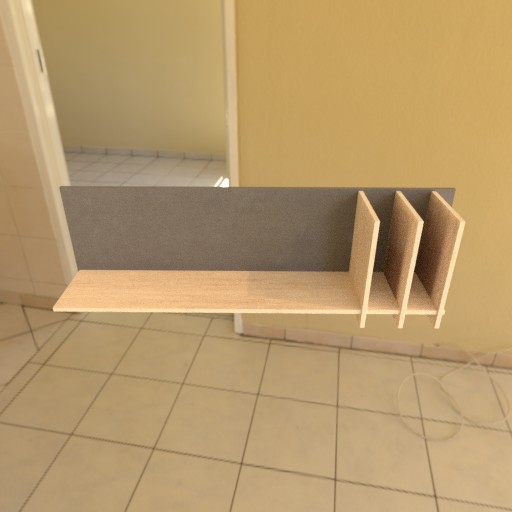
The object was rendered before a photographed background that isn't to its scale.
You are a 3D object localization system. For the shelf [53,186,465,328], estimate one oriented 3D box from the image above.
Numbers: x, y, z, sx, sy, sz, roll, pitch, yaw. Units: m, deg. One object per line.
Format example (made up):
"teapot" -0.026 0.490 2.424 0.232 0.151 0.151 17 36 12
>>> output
"shelf" 0.000 0.000 1.134 1.020 0.300 0.200 0 29 1
